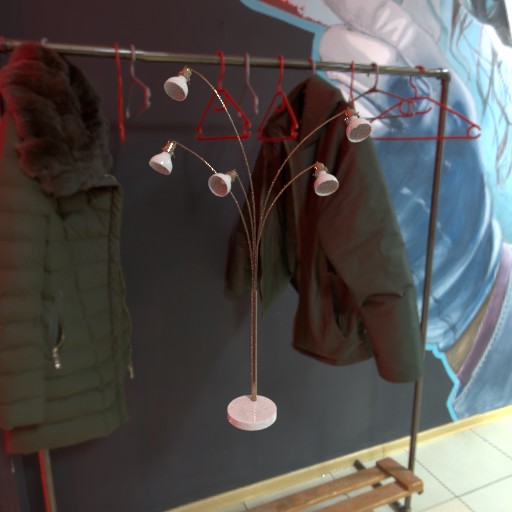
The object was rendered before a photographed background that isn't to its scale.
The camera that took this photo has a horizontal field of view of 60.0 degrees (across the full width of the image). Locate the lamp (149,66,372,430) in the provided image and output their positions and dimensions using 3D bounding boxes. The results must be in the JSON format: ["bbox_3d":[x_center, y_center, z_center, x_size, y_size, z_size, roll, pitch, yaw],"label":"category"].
[{"bbox_3d":[0.000,0.000,2.964,1.405,2.423,0.361,2,14,10],"label":"lamp"}]
